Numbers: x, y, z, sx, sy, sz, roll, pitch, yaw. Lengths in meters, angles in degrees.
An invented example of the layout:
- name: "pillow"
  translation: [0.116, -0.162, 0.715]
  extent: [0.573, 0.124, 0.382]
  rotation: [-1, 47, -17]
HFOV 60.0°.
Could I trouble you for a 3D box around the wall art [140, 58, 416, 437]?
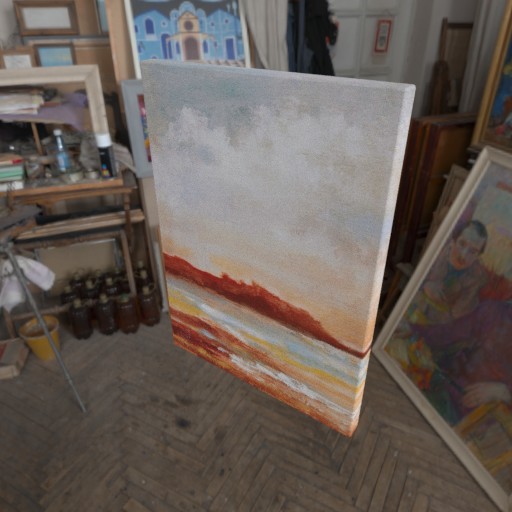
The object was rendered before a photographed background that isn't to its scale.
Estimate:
- name: "wall art"
  translation: [0.000, 0.000, 0.777]
  extent: [0.443, 0.605, 0.035]
  rotation: [20, 36, 30]
